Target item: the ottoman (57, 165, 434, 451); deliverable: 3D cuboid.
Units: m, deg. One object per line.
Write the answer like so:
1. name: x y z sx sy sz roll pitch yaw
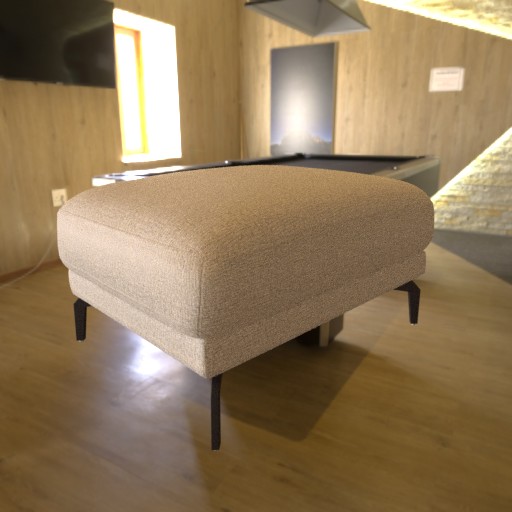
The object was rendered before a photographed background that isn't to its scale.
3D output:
1. ottoman: 0.000 0.000 1.080 0.772 0.420 0.568 -16 23 -42
